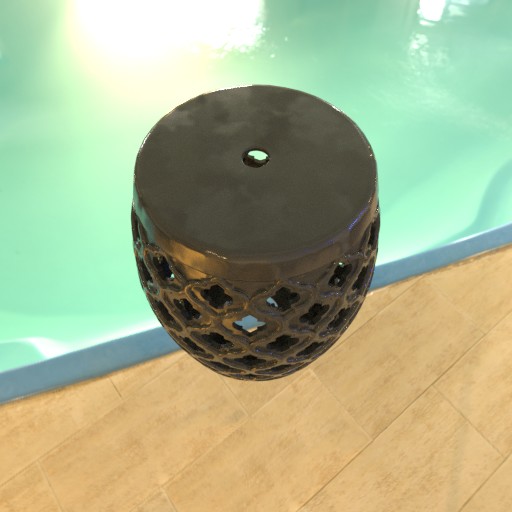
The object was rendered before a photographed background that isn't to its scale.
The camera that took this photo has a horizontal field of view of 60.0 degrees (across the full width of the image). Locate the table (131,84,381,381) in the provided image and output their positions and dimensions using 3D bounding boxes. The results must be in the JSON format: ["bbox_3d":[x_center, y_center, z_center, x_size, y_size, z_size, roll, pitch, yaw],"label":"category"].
[{"bbox_3d":[0.000,0.000,0.636,0.325,0.388,0.325,0,57,0],"label":"table"}]
